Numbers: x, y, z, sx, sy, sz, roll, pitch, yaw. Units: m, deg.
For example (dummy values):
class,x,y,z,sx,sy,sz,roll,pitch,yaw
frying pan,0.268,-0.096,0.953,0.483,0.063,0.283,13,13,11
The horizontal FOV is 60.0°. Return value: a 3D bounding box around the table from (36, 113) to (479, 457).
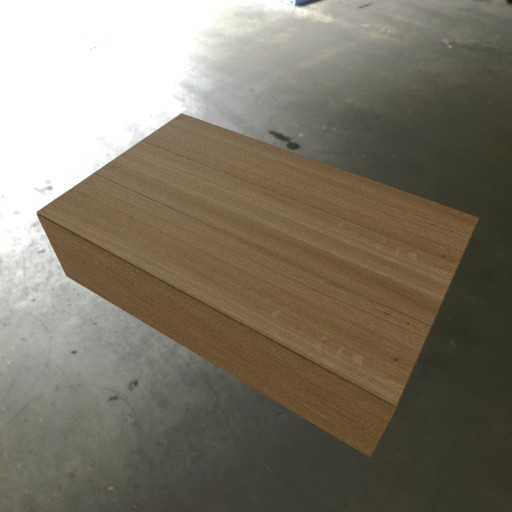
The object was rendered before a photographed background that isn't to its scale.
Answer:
class,x,y,z,sx,sy,sz,roll,pitch,yaw
table,0.000,0.000,1.427,1.110,0.353,0.678,25,52,21
